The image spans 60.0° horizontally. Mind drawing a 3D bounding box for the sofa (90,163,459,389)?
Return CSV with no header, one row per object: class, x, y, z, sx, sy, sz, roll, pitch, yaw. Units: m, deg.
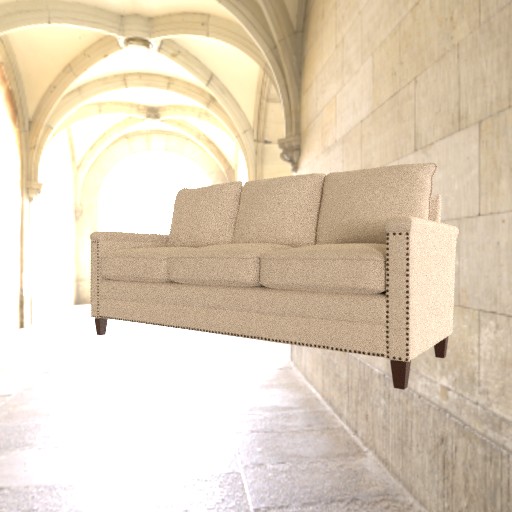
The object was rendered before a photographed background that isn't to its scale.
sofa,0.000,0.000,2.438,1.925,0.961,0.828,0,0,36
